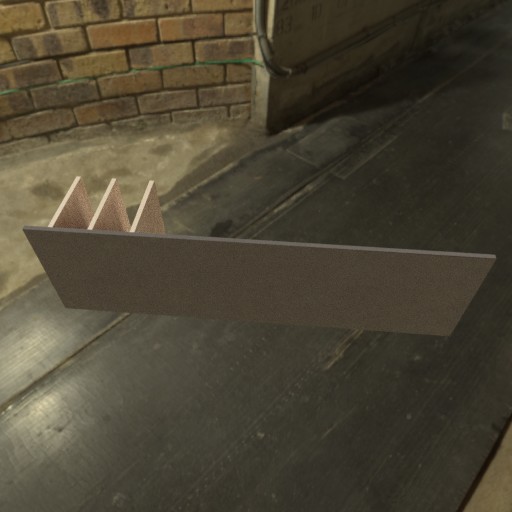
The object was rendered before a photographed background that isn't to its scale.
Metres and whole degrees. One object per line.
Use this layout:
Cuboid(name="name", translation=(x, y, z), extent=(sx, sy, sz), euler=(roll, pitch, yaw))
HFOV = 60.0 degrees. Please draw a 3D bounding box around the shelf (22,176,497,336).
Cuboid(name="shelf", translation=(0.000, 0.000, 1.126), extent=(1.020, 0.300, 0.200), euler=(4, 48, 3))
